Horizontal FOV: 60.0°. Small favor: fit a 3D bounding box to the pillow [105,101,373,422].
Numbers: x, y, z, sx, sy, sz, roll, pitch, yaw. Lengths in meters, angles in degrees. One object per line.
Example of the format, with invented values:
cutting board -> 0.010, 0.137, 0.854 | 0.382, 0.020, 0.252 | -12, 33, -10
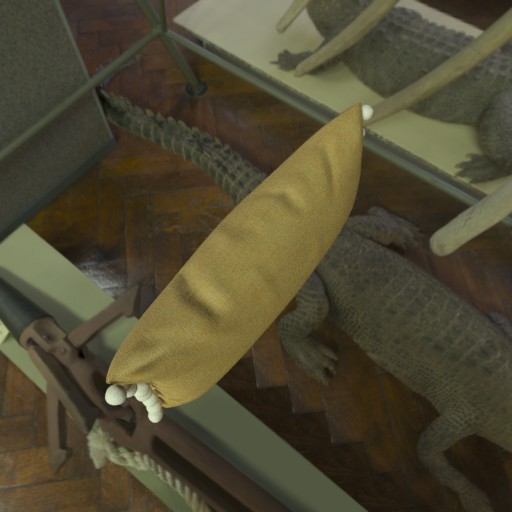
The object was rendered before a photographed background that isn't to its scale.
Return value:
pillow -> 0.000, 0.000, 0.852 | 0.201, 0.322, 0.709 | 34, 68, 16
